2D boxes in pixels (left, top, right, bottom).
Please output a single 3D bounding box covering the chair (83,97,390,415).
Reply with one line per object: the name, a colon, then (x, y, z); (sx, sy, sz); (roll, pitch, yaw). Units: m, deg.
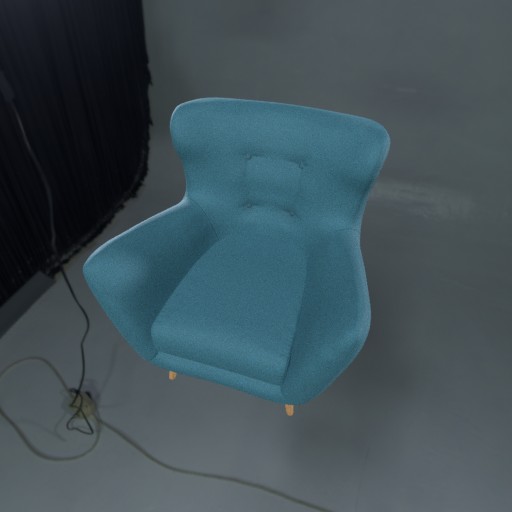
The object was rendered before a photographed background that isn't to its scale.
chair: (0.000, 0.000, 1.671); (0.890, 0.889, 0.889); (12, 44, 13)
